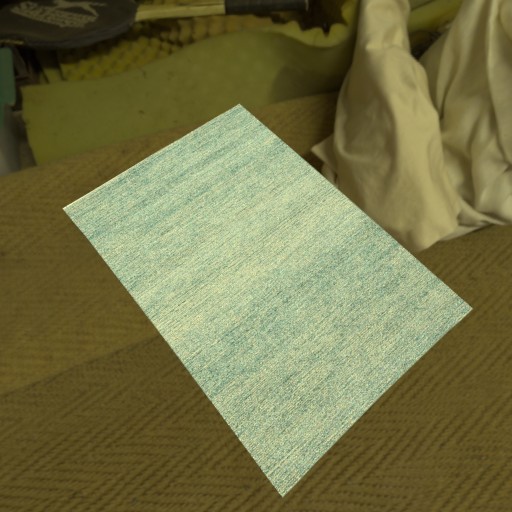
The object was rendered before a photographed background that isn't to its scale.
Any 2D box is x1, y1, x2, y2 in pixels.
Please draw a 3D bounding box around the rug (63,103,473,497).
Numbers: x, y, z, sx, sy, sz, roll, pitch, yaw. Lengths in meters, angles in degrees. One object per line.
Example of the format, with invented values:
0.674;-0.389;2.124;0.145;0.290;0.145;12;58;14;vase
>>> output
0.000;0.000;5.133;2.802;0.052;4.078;-36;68;-18;rug
